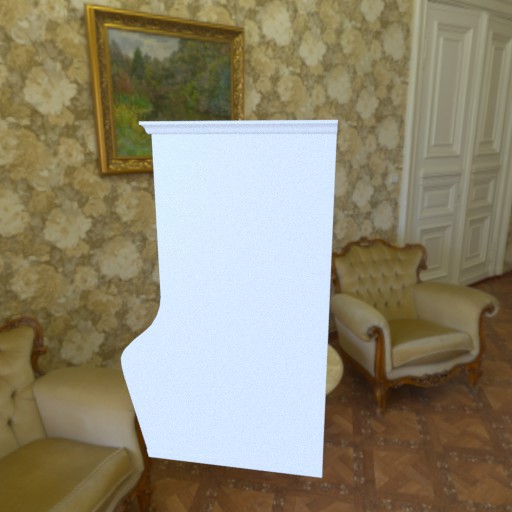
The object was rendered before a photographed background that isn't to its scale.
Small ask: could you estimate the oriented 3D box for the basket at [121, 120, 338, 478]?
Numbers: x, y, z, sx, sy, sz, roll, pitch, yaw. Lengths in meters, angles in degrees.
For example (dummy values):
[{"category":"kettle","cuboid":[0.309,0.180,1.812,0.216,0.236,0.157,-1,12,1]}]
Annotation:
[{"category":"basket","cuboid":[0.000,0.000,1.130,0.376,0.625,0.792,2,15,9]}]
